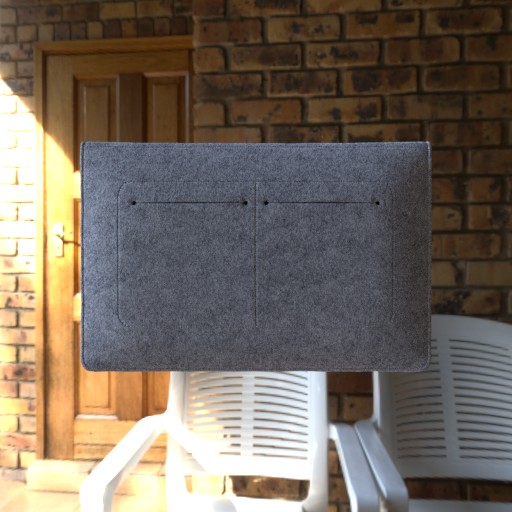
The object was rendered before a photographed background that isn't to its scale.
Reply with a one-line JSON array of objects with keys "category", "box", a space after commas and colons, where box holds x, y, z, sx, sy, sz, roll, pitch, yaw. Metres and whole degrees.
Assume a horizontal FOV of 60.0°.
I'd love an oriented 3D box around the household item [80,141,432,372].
[{"category": "household item", "box": [0.000, 0.000, 0.429, 0.335, 0.221, 0.057, 0, 0, 0]}]
